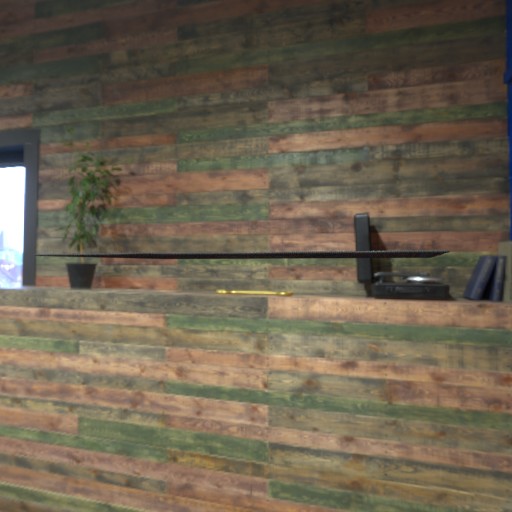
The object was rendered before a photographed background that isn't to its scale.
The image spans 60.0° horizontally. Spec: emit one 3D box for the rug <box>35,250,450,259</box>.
[{"bbox_3d":[0.000,0.000,2.385,1.820,0.012,1.207,0,-1,19],"label":"rug"}]
